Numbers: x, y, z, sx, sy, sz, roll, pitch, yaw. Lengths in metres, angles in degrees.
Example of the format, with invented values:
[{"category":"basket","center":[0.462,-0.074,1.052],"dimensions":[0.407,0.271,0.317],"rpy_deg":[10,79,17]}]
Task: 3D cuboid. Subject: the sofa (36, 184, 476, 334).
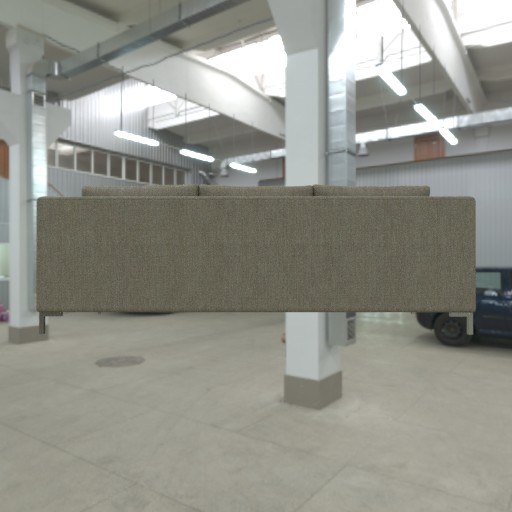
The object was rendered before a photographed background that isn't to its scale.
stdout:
[{"category":"sofa","center":[0.000,0.000,2.908],"dimensions":[2.415,0.867,0.969],"rpy_deg":[0,0,0]}]
